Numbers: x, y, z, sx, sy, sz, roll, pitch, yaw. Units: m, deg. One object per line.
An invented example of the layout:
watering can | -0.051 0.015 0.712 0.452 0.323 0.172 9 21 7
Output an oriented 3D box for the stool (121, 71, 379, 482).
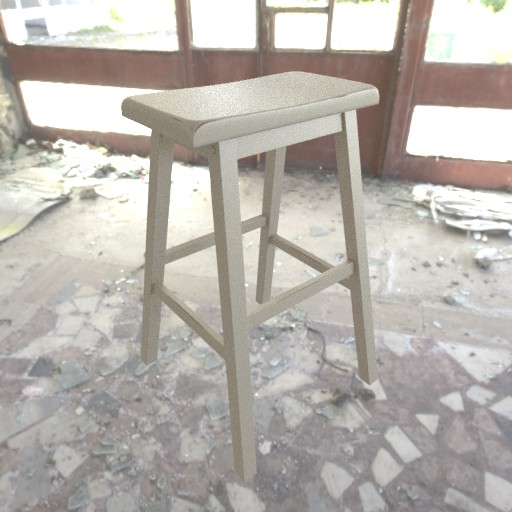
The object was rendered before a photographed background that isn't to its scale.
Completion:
stool | 0.000 0.000 1.034 0.457 0.737 0.476 -23 39 -33
